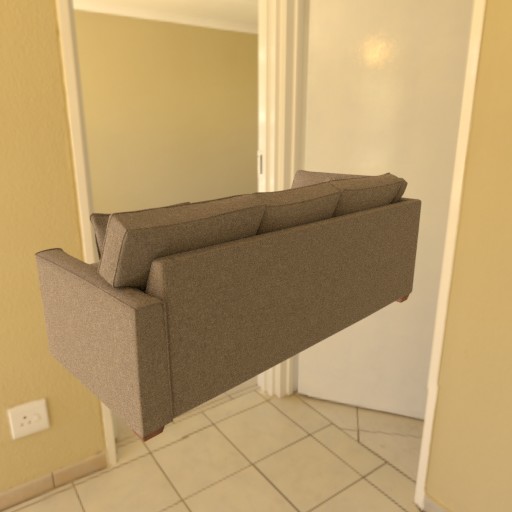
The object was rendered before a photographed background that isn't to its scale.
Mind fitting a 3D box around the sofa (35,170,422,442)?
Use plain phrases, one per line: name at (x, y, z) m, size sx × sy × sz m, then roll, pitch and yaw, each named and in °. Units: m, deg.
sofa at (0.000, 0.000, 2.797) m, size 2.317 × 0.962 × 1.061 m, roll -15°, pitch 22°, yaw -42°
